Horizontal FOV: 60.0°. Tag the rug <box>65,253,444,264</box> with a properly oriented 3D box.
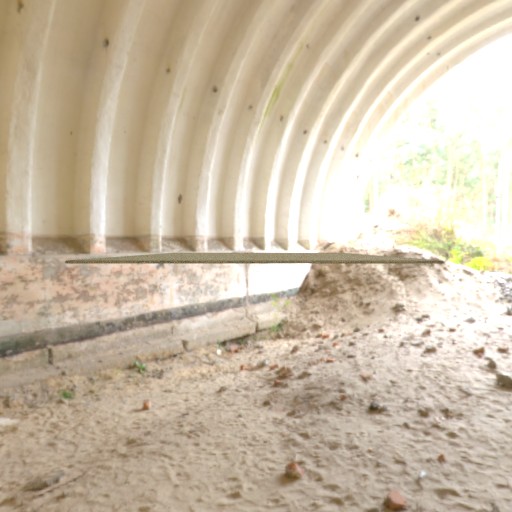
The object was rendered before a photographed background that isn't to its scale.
[{"bbox_3d":[0.000,0.000,2.937,1.547,0.013,2.283,0,1,0],"label":"rug"}]
